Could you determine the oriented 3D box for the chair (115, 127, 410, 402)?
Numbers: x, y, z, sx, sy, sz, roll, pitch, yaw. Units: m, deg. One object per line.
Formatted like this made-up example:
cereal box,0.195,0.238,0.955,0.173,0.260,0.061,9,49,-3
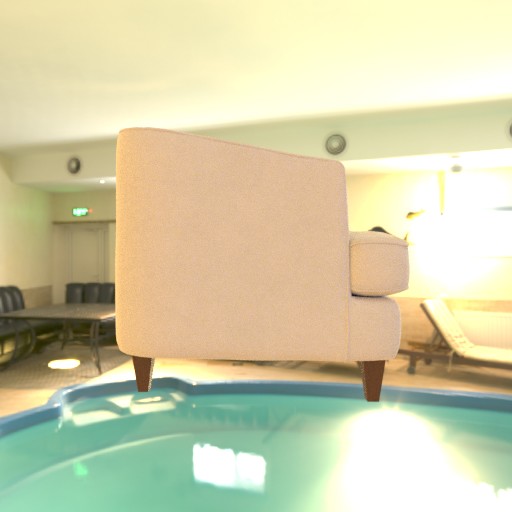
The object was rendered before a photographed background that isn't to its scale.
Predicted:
chair,0.000,0.000,1.794,0.941,0.852,1.104,0,0,1
